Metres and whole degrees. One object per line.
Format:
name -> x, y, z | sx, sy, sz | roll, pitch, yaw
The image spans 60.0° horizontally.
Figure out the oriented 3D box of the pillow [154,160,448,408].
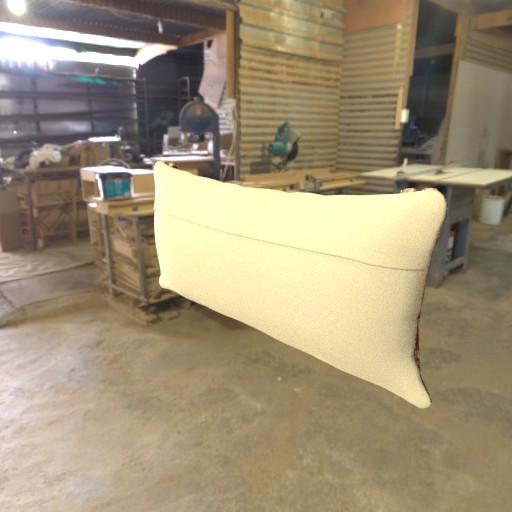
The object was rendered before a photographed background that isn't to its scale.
pillow -> 0.000, 0.000, 0.743 | 0.139, 0.282, 0.635 | -15, 22, -42
